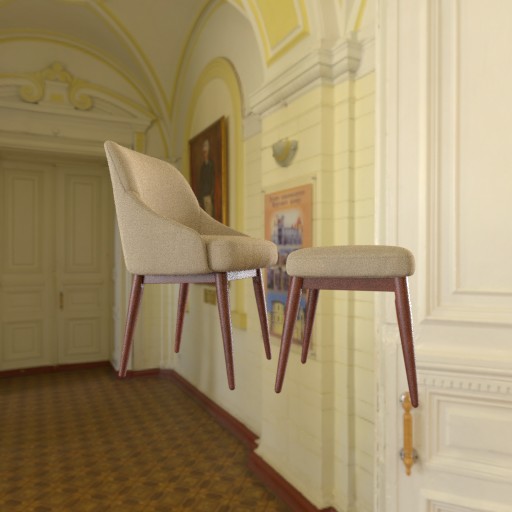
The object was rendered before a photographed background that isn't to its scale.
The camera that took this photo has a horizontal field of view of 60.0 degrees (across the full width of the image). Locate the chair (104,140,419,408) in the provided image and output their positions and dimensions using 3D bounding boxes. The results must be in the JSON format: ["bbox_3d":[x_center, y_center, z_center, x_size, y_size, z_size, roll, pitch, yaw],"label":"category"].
[{"bbox_3d":[0.000,0.000,1.629,1.114,0.866,0.584,0,1,18],"label":"chair"}]
